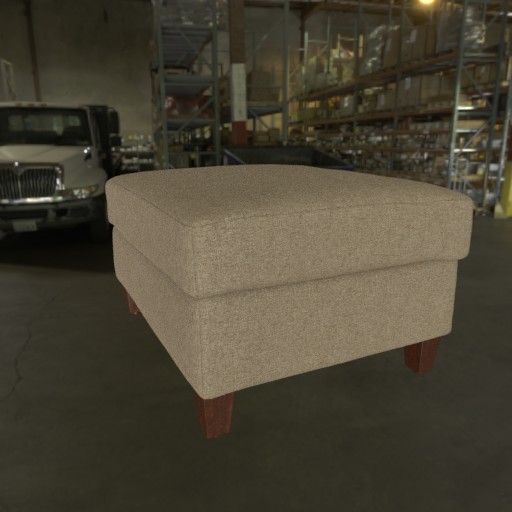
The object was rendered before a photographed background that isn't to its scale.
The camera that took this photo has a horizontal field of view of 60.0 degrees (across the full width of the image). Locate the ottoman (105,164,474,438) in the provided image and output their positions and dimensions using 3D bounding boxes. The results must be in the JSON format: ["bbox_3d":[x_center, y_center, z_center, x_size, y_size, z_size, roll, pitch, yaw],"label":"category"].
[{"bbox_3d":[0.000,0.000,1.270,0.692,0.511,0.889,-7,16,-26],"label":"ottoman"}]
